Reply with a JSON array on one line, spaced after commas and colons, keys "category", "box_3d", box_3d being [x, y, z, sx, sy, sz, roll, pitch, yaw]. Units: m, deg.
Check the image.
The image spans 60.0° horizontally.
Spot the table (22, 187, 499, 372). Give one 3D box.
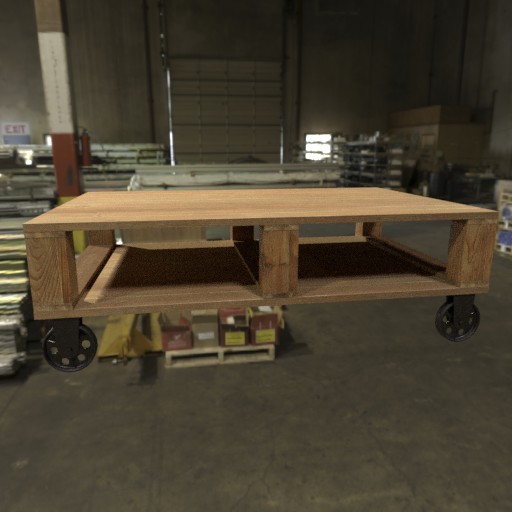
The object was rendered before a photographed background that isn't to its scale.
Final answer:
[{"category": "table", "box_3d": [0.000, 0.000, 1.634, 1.299, 0.413, 0.827, -2, 14, -9]}]
